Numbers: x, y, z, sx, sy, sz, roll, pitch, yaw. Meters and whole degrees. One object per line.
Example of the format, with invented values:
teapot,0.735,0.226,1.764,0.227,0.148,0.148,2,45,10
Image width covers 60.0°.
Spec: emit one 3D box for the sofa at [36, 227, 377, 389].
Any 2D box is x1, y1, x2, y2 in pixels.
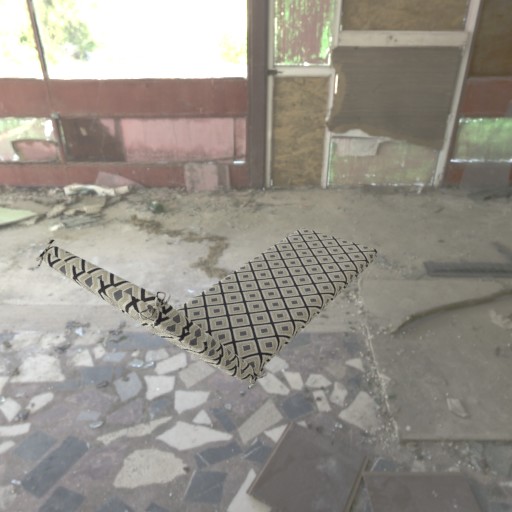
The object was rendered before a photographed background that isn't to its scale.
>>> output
sofa,0.000,0.000,1.977,0.582,0.622,1.663,20,35,32
